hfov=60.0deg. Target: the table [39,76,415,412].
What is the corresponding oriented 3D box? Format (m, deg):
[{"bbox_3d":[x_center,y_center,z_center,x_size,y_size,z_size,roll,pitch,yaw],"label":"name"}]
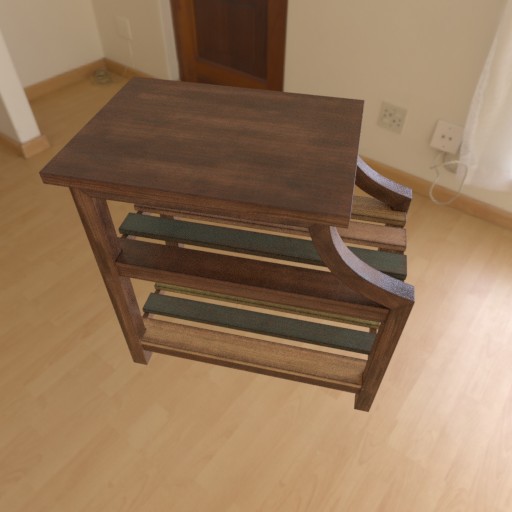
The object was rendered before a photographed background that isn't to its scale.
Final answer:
[{"bbox_3d":[0.000,0.000,0.968,0.609,0.584,0.356,9,46,9],"label":"table"}]
